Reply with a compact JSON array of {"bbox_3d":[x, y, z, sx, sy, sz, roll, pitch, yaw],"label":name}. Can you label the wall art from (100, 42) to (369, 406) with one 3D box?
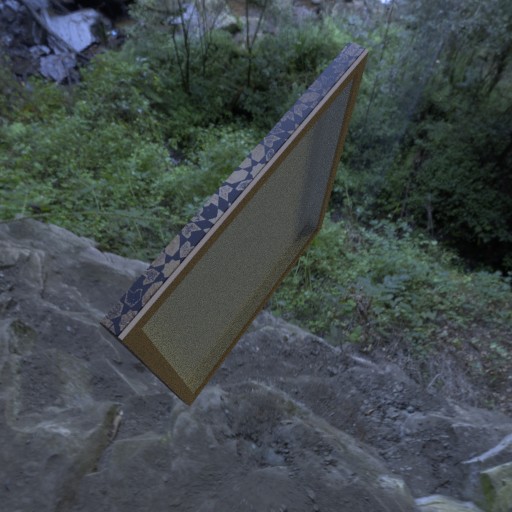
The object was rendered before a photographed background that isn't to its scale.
[{"bbox_3d":[0.000,0.000,0.919,0.038,0.612,0.612,32,68,15],"label":"wall art"}]
